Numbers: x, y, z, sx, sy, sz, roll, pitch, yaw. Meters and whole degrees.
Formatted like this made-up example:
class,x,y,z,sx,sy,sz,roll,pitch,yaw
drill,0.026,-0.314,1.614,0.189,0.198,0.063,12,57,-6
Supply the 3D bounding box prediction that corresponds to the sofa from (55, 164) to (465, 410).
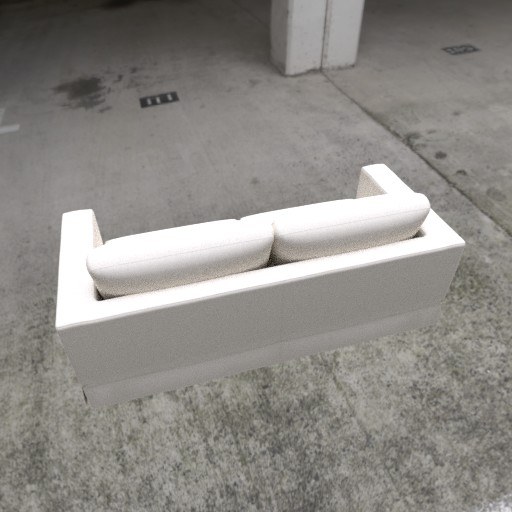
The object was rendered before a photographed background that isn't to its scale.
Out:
class,x,y,z,sx,sy,sz,roll,pitch,yaw
sofa,0.000,0.000,2.664,2.163,0.881,0.954,-11,42,-12
